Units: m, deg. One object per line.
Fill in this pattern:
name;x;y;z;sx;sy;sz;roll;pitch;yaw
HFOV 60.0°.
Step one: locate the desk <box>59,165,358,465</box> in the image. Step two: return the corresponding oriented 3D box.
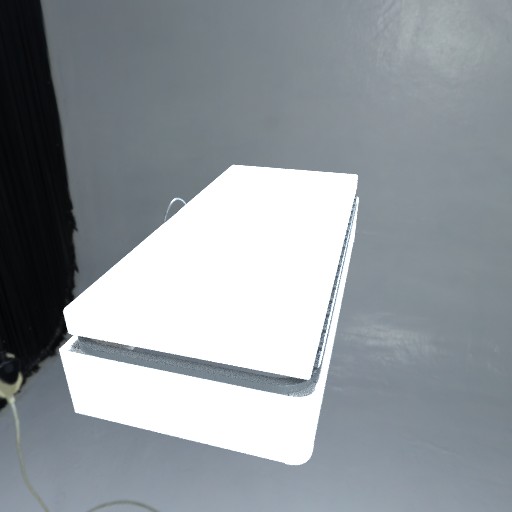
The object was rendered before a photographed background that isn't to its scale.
desk;0.000;0.000;2.273;0.900;0.526;1.900;7;28;14
